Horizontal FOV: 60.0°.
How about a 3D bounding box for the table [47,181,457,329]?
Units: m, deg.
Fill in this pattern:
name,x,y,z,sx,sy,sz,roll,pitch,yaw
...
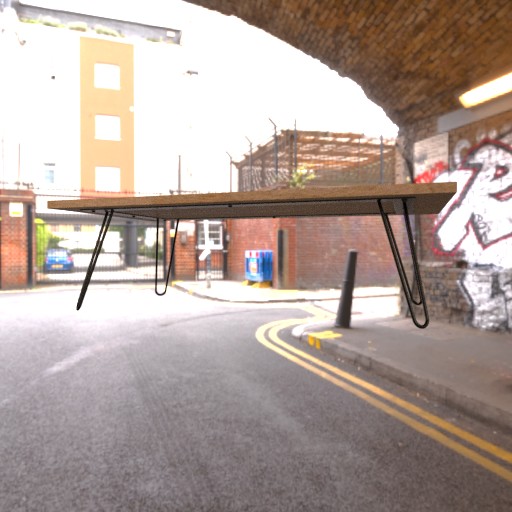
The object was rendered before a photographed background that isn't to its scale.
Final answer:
name,x,y,z,sx,sy,sz,roll,pitch,yaw
table,0.000,0.000,1.706,1.348,0.400,0.699,0,1,19
